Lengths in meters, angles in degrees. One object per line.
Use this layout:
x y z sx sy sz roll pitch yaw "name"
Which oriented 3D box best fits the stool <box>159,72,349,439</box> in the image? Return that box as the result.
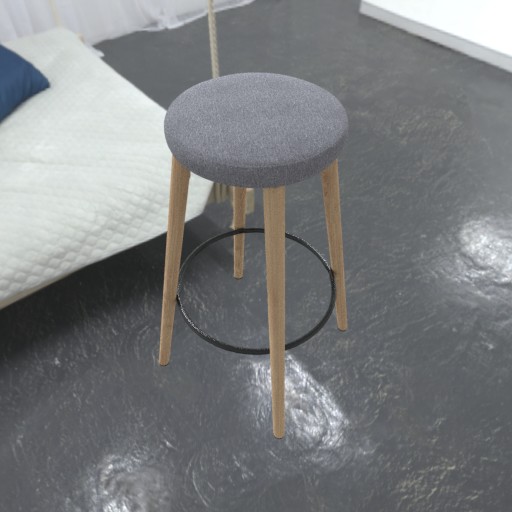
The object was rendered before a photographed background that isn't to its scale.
0.000 0.000 1.031 0.410 0.770 0.410 25 52 21 "stool"
